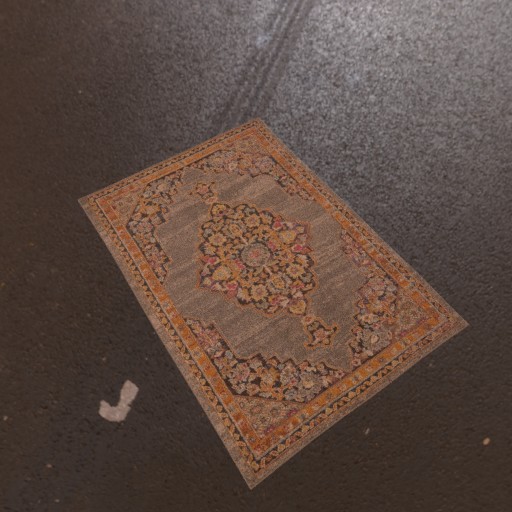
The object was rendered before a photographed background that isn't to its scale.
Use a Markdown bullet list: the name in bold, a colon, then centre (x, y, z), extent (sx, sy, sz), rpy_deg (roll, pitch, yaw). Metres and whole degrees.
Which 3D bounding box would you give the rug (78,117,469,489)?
- **rug**: centre (0.000, 0.000, 3.776), extent (2.043, 0.026, 2.901), rpy_deg (-30, 62, -18)
